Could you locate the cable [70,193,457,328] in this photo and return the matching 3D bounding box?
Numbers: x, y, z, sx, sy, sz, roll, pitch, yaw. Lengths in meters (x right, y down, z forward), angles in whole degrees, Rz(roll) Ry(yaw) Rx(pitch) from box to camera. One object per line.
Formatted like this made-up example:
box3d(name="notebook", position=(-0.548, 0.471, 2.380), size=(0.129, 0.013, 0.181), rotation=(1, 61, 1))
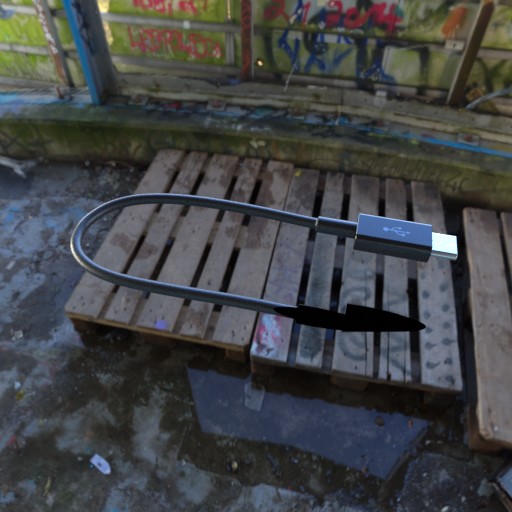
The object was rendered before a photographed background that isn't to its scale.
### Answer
box3d(name="cable", position=(0.000, 0.000, 0.112), size=(0.098, 0.006, 0.040), rotation=(10, 49, 9))
